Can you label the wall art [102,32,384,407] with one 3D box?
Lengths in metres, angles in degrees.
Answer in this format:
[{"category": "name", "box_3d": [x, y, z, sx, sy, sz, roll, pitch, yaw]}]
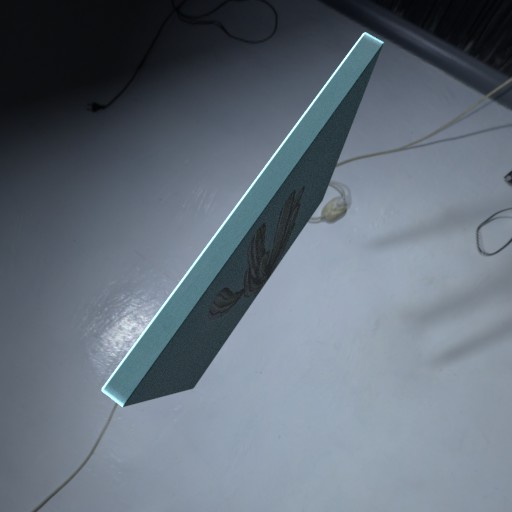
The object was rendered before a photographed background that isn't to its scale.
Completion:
[{"category": "wall art", "box_3d": [0.000, 0.000, 1.542, 0.070, 1.073, 1.071, 33, 78, 8]}]
